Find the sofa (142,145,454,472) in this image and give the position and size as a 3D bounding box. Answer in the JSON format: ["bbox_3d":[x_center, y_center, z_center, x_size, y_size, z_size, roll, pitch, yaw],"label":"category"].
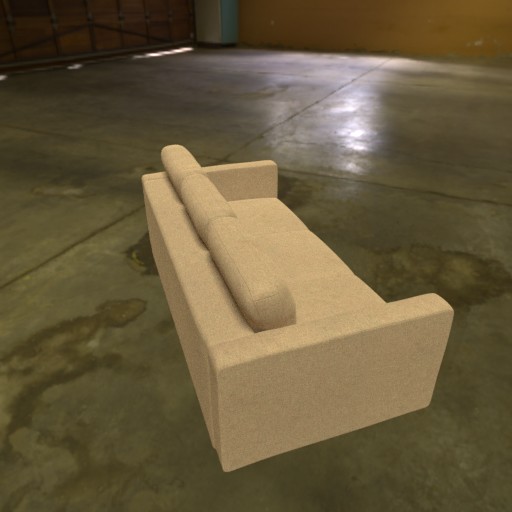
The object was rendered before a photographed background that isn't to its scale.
[{"bbox_3d":[0.000,0.000,2.343,0.930,0.800,1.855,-10,32,-17],"label":"sofa"}]
